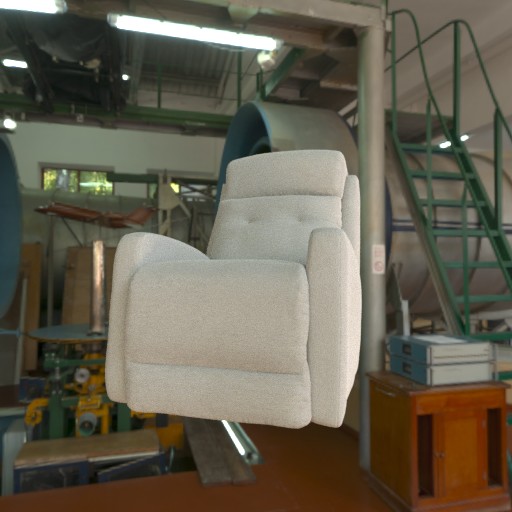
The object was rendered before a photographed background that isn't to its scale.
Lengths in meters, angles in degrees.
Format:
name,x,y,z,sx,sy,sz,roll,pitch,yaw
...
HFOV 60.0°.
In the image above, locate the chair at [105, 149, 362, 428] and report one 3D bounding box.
name,x,y,z,sx,sy,sz,roll,pitch,yaw
chair,0.000,0.000,1.742,0.798,1.013,1.043,0,-2,18
